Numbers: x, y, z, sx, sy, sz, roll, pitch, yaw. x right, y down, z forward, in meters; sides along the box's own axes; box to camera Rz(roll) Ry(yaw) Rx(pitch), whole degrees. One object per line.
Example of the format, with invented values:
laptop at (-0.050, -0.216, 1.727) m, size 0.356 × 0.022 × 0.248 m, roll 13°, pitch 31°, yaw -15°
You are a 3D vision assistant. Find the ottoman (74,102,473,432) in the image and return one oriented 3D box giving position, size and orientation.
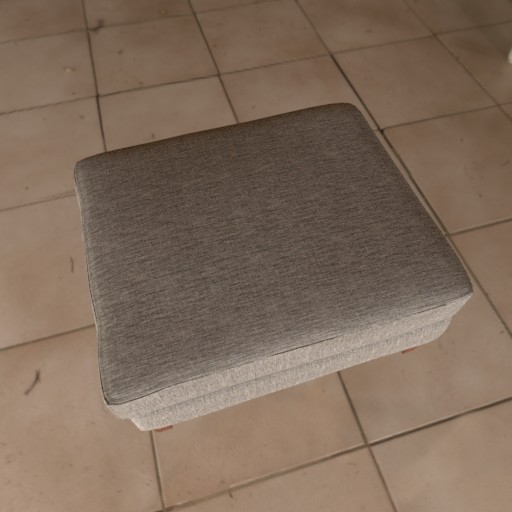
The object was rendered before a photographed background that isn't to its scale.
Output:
ottoman at (0.000, 0.000, 1.453) m, size 0.994 × 0.492 × 0.839 m, roll -15°, pitch 59°, yaw -9°
